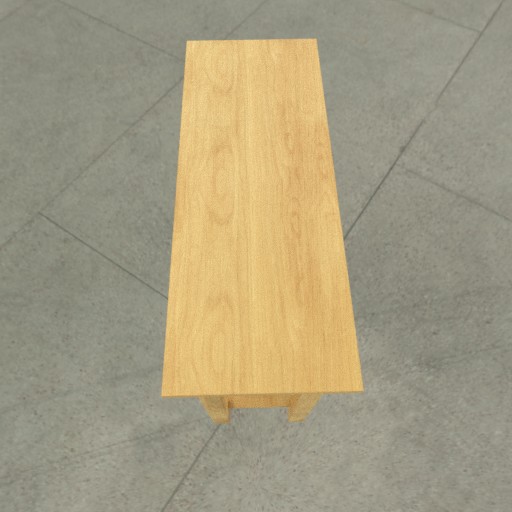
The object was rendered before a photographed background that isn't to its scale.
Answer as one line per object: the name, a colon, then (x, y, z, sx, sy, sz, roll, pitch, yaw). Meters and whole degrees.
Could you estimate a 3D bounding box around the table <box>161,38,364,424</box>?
table: (0.000, 0.000, 1.272, 0.340, 0.728, 0.900, -1, 62, -1)
